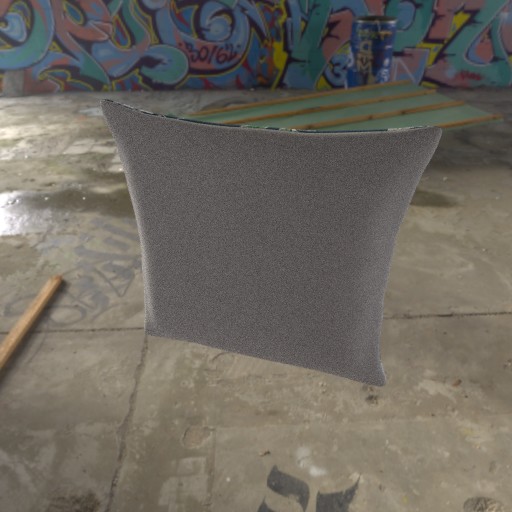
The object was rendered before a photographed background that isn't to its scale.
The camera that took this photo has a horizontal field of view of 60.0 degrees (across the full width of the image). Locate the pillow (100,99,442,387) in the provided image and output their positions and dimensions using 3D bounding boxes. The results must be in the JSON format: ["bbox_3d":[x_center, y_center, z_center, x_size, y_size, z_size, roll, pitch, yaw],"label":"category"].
[{"bbox_3d":[0.000,0.000,0.791,0.525,0.508,0.166,9,33,14],"label":"pillow"}]
